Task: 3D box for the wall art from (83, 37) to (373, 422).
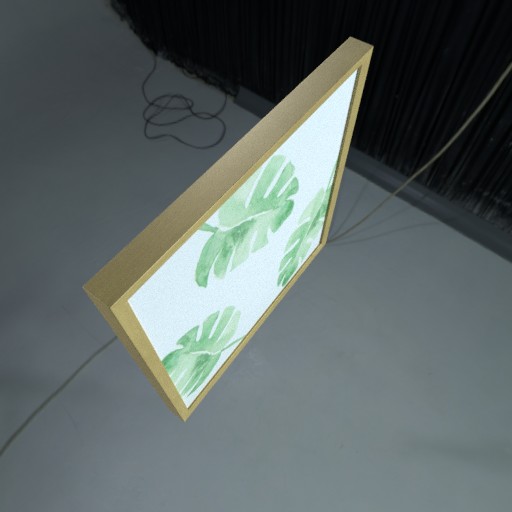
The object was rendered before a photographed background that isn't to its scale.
[{"bbox_3d":[0.000,0.000,0.741,0.038,0.508,0.508,32,64,18],"label":"wall art"}]
